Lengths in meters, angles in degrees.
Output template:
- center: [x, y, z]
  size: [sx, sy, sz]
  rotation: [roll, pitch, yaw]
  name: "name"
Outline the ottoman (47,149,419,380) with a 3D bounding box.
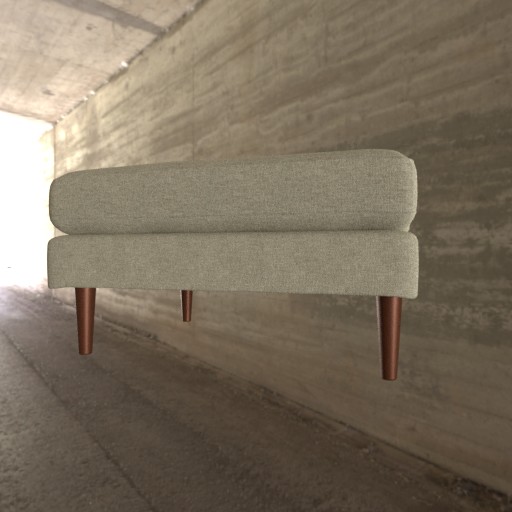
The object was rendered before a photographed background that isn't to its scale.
- center: [0.000, 0.000, 1.230]
  size: [0.821, 0.474, 0.693]
  rotation: [0, 0, 18]
  name: "ottoman"
